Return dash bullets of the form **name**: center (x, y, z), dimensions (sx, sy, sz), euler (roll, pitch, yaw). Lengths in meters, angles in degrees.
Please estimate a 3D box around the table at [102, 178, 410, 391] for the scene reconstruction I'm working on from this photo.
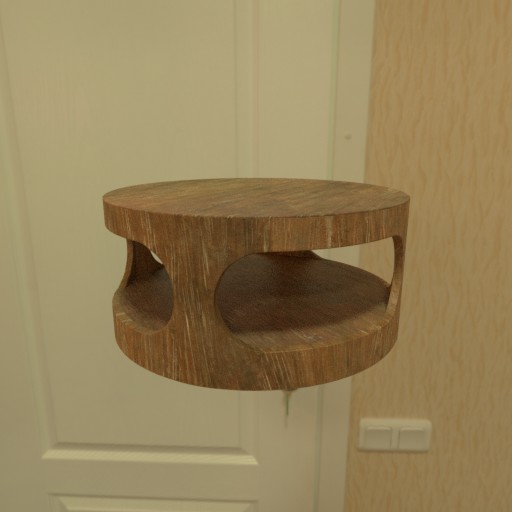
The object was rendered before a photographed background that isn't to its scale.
- **table**: center (0.000, 0.000, 1.540), dimensions (0.974, 0.450, 0.974), euler (0, 15, 0)
